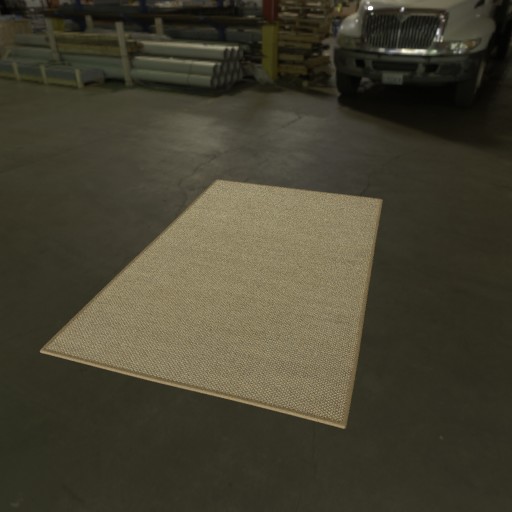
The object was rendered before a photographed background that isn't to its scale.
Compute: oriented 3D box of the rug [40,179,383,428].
[{"bbox_3d":[0.000,0.000,2.082,1.062,0.013,1.667,9,33,15],"label":"rug"}]
